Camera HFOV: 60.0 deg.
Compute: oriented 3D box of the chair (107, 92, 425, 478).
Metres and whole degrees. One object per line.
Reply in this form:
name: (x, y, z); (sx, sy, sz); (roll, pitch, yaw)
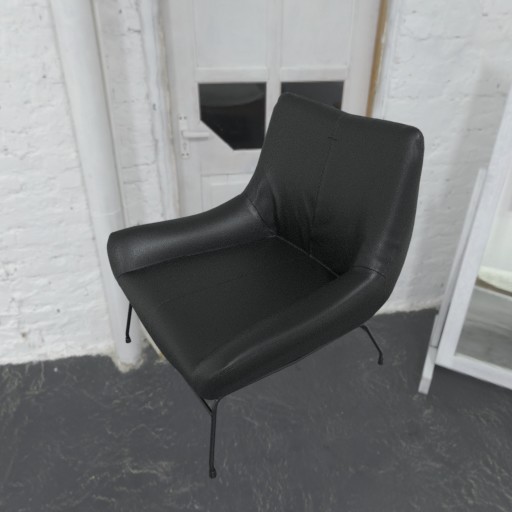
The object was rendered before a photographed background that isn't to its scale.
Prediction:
chair: (0.000, 0.000, 1.550); (0.826, 0.922, 0.836); (-20, 37, -29)
